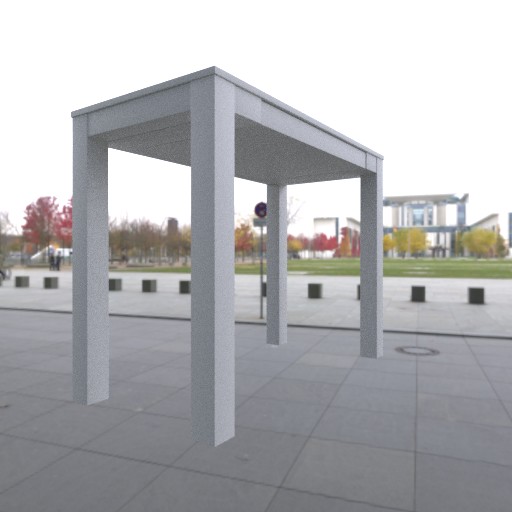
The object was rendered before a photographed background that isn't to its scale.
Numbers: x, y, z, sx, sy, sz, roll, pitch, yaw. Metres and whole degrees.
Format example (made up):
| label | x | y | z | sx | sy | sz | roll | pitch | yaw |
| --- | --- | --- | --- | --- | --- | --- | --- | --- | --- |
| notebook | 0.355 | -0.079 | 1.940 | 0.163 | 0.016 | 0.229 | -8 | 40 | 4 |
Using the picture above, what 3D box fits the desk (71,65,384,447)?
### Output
| label | x | y | z | sx | sy | sz | roll | pitch | yaw |
| --- | --- | --- | --- | --- | --- | --- | --- | --- | --- |
| desk | 0.000 | 0.000 | 1.429 | 0.497 | 0.762 | 0.990 | 0 | 0 | 35 |
